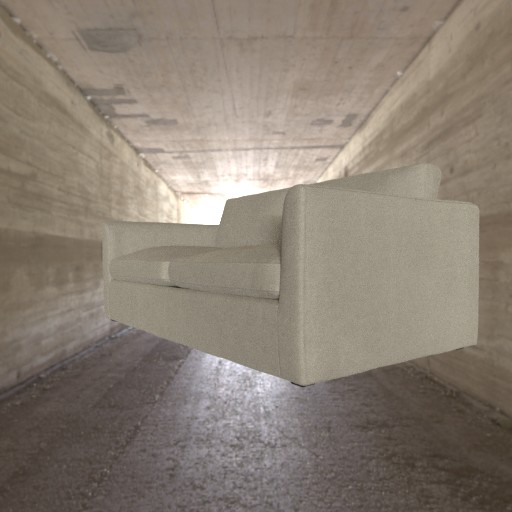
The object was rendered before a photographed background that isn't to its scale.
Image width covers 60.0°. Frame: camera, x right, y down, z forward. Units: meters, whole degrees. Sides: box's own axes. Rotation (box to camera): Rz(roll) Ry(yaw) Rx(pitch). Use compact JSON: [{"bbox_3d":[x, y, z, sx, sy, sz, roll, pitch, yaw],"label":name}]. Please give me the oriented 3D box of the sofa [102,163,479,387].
[{"bbox_3d":[0.000,0.000,2.407,1.091,0.839,1.905,0,0,-37],"label":"sofa"}]
